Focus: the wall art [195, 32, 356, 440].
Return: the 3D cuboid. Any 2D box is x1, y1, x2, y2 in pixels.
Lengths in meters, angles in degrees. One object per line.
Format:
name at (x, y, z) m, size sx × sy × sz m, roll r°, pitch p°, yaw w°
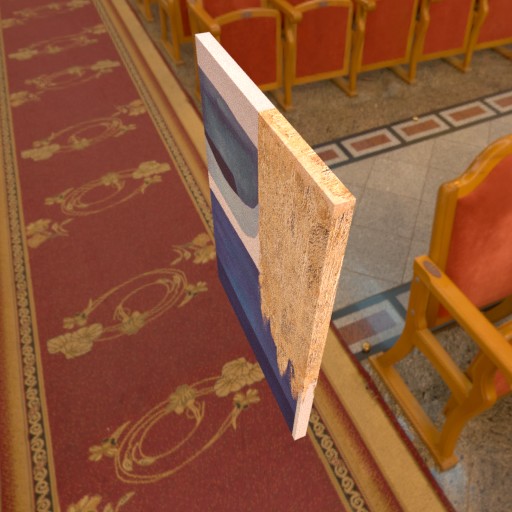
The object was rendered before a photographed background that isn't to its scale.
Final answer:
wall art at (0.000, 0.000, 0.805) m, size 0.026 × 0.613 × 0.458 m, roll -17°, pitch 50°, yaw -15°
